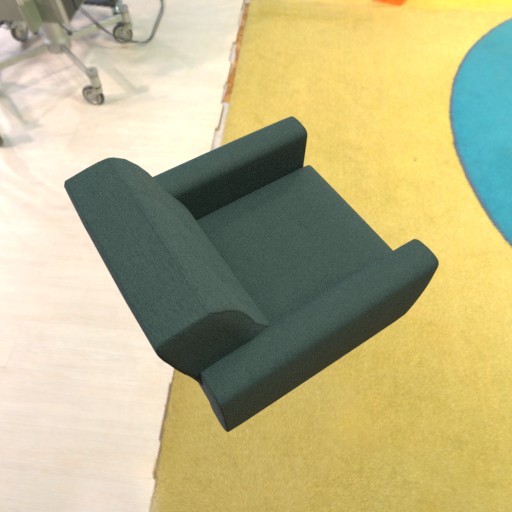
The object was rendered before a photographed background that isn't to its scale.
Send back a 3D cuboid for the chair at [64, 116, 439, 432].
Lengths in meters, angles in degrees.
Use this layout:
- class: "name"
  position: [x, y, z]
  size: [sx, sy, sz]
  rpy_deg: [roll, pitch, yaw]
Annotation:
- class: "chair"
  position: [0.000, 0.000, 1.554]
  size: [0.909, 0.841, 0.831]
  rpy_deg: [-29, 63, -17]
